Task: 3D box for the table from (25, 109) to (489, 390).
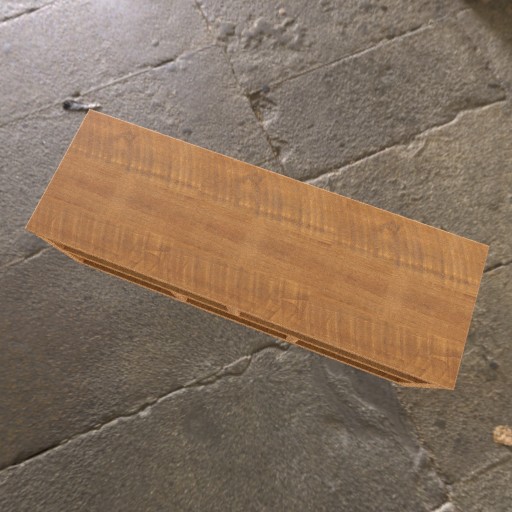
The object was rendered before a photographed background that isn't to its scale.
[{"bbox_3d":[0.000,0.000,1.743,1.499,0.491,0.499,20,76,5],"label":"table"}]
